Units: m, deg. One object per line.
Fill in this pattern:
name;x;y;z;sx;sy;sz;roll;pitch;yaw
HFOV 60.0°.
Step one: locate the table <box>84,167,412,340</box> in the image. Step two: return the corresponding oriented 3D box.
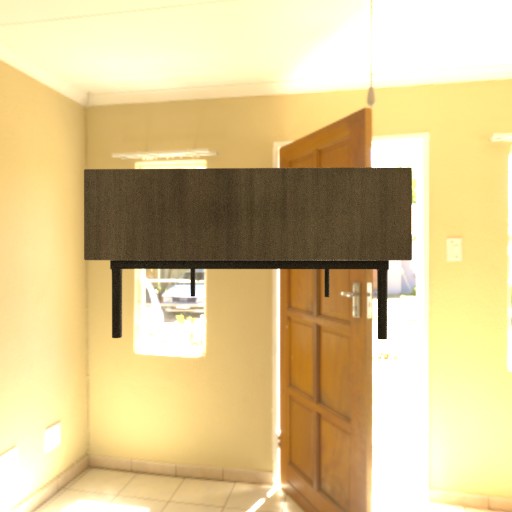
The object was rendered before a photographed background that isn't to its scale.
table;0.000;0.000;1.405;0.643;0.347;1.088;0;0;2
